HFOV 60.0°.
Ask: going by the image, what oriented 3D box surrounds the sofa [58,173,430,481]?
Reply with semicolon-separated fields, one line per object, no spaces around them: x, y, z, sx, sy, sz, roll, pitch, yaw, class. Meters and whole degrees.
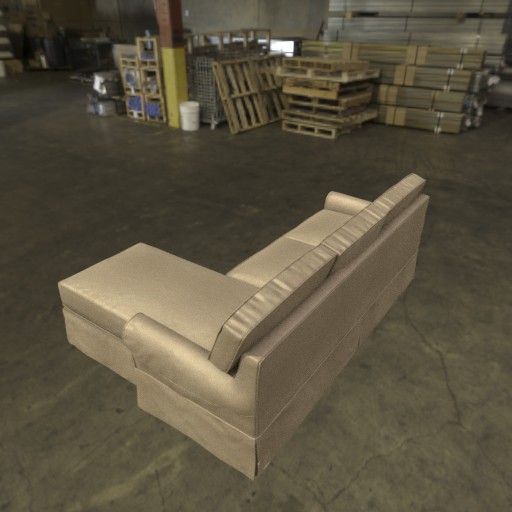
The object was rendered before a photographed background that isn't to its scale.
0.000;0.000;3.282;1.733;0.978;2.475;19;35;31;sofa
